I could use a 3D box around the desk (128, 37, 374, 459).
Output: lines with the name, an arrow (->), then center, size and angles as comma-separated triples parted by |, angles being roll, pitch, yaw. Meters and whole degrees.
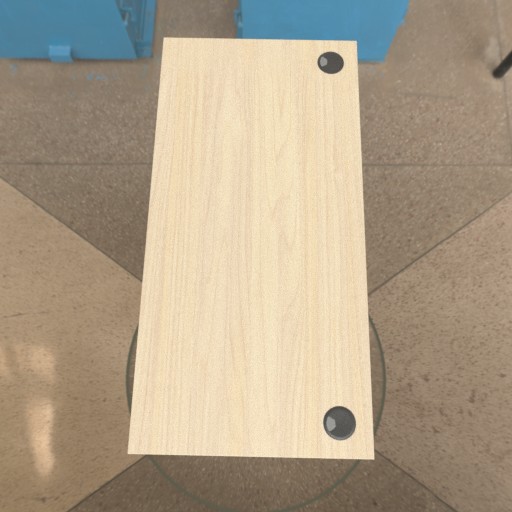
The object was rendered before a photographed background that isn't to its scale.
desk -> 0.000, 0.000, 1.587 | 0.600, 0.750, 1.200 | 1, 75, 0
